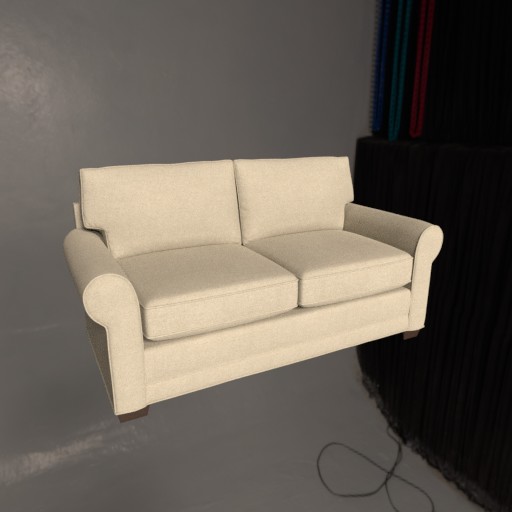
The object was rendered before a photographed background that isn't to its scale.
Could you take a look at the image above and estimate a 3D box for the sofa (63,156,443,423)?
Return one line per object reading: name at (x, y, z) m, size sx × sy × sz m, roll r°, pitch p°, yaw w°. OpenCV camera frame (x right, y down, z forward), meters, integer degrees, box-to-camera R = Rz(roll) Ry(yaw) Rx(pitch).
sofa at (0.000, 0.000, 2.278) m, size 1.774 × 0.933 × 0.861 m, roll -9°, pitch 19°, yaw -26°
